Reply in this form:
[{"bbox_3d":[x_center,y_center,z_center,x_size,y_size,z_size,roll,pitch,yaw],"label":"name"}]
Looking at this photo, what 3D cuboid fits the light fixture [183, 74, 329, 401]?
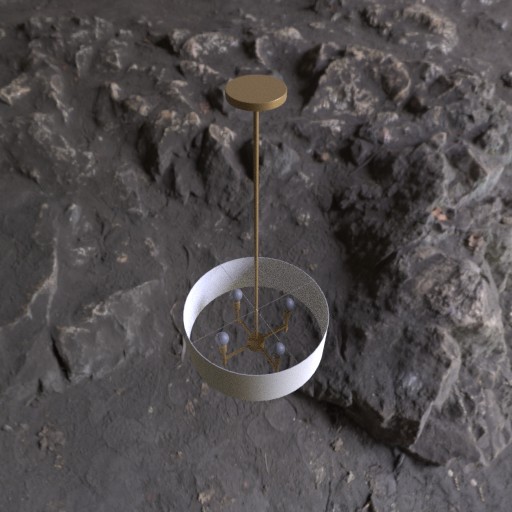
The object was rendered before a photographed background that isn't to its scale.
[{"bbox_3d":[0.000,0.000,1.356,0.508,1.067,0.508,0,47,0],"label":"light fixture"}]
